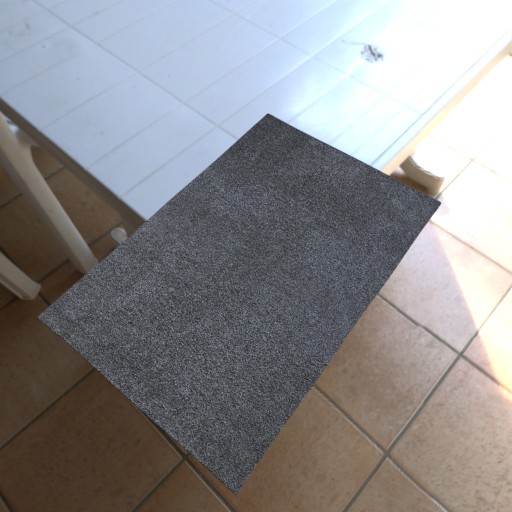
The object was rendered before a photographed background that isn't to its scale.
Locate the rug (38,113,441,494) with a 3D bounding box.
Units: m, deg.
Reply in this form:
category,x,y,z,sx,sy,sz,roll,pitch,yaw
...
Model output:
category,x,y,z,sx,sy,sz,roll,pitch,yaw
rug,0.000,0.000,3.396,1.802,0.026,2.699,33,63,19
